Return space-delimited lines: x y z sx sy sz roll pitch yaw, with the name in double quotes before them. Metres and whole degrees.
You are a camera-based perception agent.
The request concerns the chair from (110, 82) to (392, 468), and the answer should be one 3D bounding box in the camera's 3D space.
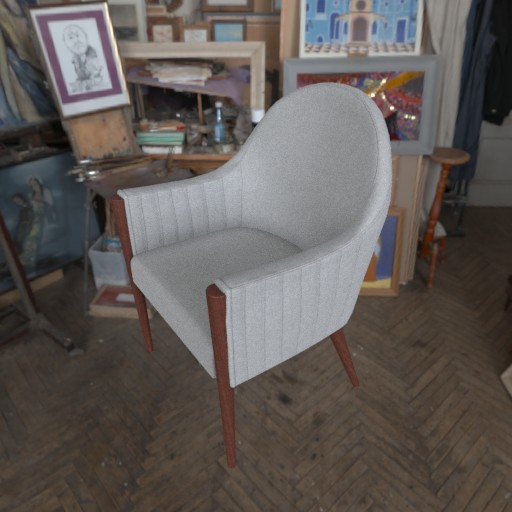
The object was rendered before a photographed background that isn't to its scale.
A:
"chair" 0.000 0.000 1.299 0.620 0.889 0.610 -21 38 -29
